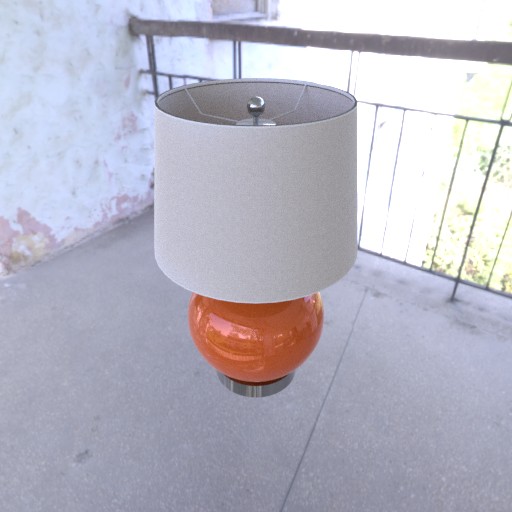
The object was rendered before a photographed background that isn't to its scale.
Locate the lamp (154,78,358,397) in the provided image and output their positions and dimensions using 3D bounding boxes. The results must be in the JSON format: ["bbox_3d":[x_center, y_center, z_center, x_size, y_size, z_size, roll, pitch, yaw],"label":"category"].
[{"bbox_3d":[0.000,0.000,0.559,0.247,0.387,0.247,0,32,0],"label":"lamp"}]
